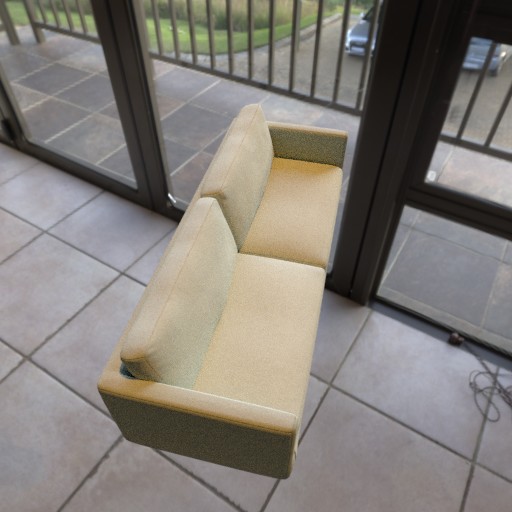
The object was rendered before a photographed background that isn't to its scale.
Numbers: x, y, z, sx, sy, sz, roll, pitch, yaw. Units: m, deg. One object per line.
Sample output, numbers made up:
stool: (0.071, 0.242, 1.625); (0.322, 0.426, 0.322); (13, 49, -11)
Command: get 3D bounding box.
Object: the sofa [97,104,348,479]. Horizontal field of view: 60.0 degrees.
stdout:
sofa: (0.000, 0.000, 2.910); (0.948, 0.965, 2.434); (10, 48, 9)
